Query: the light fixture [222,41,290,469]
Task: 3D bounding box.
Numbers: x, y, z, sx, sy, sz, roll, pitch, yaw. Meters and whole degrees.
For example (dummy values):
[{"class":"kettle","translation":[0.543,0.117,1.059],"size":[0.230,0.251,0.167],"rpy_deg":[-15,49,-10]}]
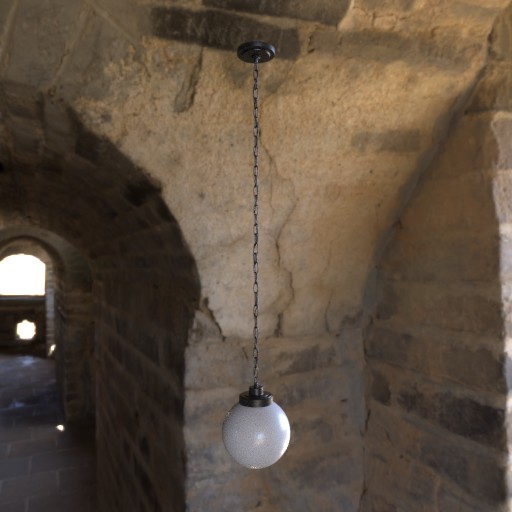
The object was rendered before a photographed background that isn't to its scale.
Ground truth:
[{"class":"light fixture","translation":[0.000,0.000,1.995],"size":[0.304,1.867,0.305],"rpy_deg":[0,-1,18]}]
